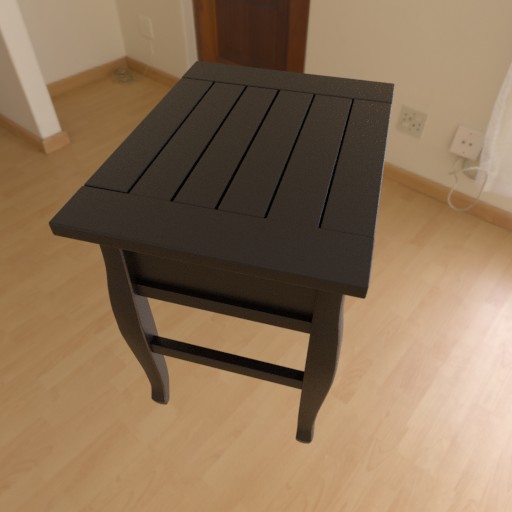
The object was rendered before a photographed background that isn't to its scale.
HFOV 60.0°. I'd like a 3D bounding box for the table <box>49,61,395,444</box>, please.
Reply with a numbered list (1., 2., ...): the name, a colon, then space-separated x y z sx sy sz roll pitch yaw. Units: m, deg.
1. table: 0.000 0.000 1.015 0.460 0.604 0.602 11 46 11
